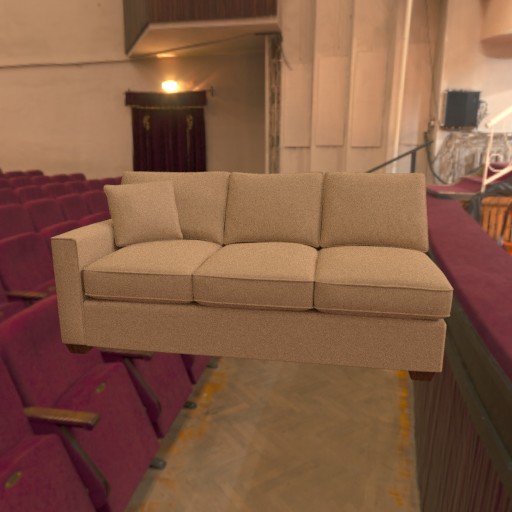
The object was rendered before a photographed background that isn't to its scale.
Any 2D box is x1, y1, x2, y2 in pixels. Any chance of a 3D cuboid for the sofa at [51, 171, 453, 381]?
[{"bbox_3d":[0.000,0.000,2.582,1.962,0.946,1.034,2,13,9],"label":"sofa"}]
